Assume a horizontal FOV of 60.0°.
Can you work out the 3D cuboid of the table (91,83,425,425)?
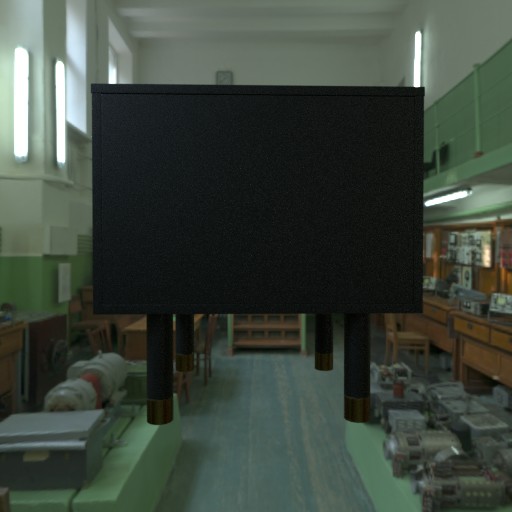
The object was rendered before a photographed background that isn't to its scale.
[{"bbox_3d":[0.000,0.000,0.972,0.564,0.584,0.441,0,1,-2],"label":"table"}]
